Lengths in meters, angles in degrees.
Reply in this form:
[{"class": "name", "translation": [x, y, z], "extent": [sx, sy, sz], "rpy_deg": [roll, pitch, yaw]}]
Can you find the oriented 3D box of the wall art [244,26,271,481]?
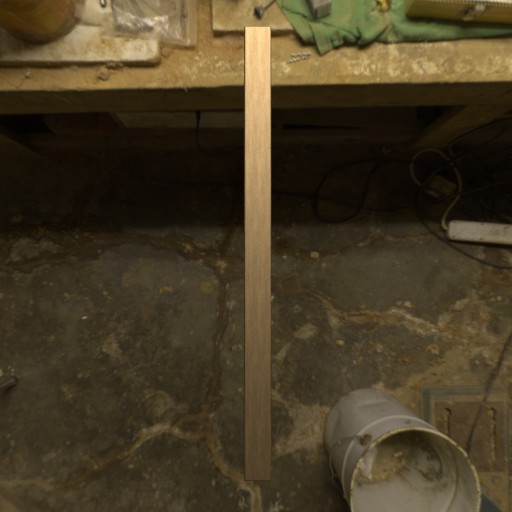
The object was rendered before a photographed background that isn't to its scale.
[{"class": "wall art", "translation": [0.000, 0.000, 0.742], "extent": [0.030, 0.506, 0.503], "rpy_deg": [0, 89, 0]}]
